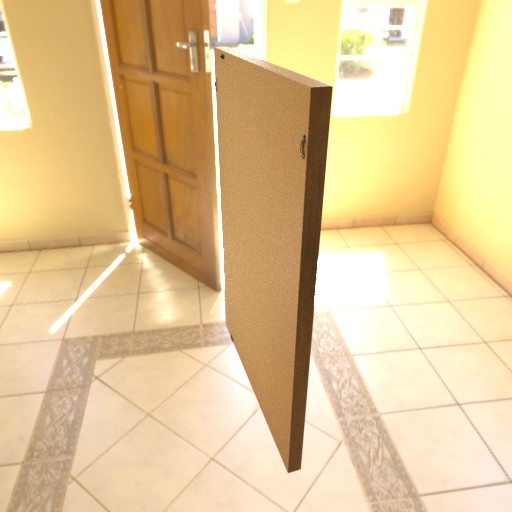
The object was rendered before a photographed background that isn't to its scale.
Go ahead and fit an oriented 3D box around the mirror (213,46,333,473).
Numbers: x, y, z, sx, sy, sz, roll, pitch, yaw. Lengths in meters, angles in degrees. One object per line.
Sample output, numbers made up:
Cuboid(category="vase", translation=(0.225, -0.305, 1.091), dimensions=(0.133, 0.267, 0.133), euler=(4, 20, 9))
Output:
Cuboid(category="mirror", translation=(0.000, 0.000, 1.129), dimensions=(0.040, 0.915, 0.609), euler=(-9, 32, -16))
